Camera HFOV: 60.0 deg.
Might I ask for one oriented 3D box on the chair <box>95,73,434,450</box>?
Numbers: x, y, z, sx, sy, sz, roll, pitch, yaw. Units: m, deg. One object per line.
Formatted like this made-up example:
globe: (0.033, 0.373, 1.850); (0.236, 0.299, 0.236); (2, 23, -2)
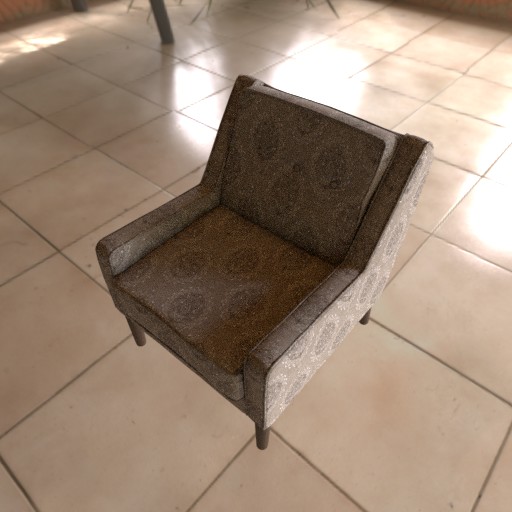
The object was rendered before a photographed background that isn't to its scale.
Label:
chair: (0.000, 0.000, 1.374); (0.665, 0.797, 0.750); (31, 53, 27)
